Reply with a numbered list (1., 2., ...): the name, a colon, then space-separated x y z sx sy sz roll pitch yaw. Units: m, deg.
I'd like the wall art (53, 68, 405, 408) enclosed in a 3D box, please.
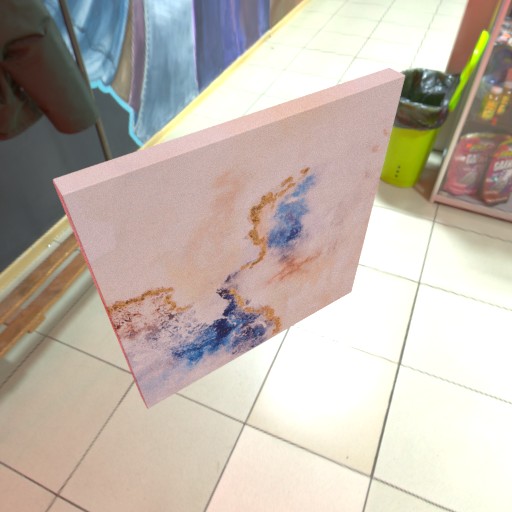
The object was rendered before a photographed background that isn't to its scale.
1. wall art: 0.000 0.000 1.567 1.061 1.061 0.071 -26 52 -22
